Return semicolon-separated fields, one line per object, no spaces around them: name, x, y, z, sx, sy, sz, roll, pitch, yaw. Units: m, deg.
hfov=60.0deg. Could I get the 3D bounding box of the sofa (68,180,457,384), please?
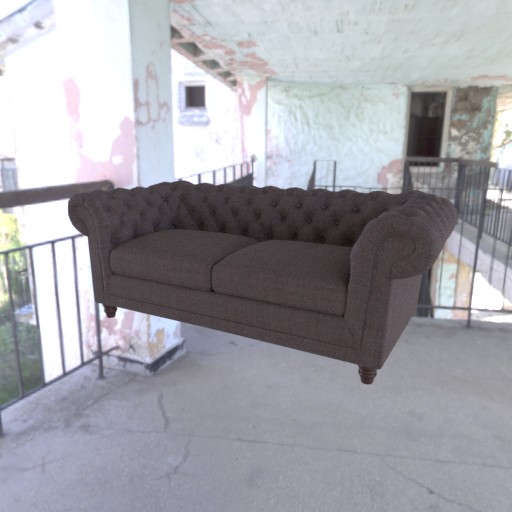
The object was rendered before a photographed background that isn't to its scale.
sofa;0.000;0.000;2.564;2.048;0.780;0.944;8;16;28
